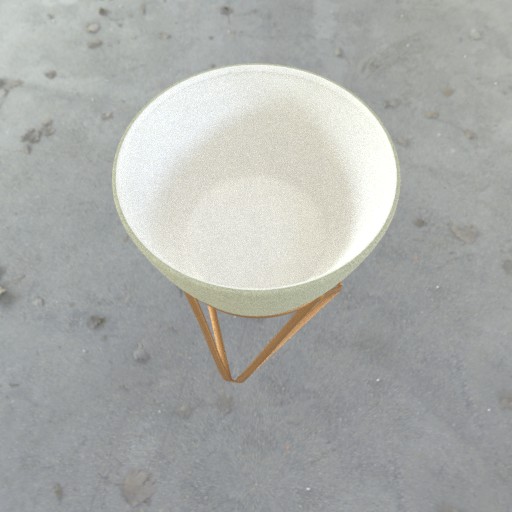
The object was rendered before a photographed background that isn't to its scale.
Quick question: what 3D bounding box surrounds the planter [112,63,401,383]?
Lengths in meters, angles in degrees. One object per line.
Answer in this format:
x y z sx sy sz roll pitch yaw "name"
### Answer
0.000 0.000 0.764 0.350 0.504 0.350 15 64 7 "planter"
